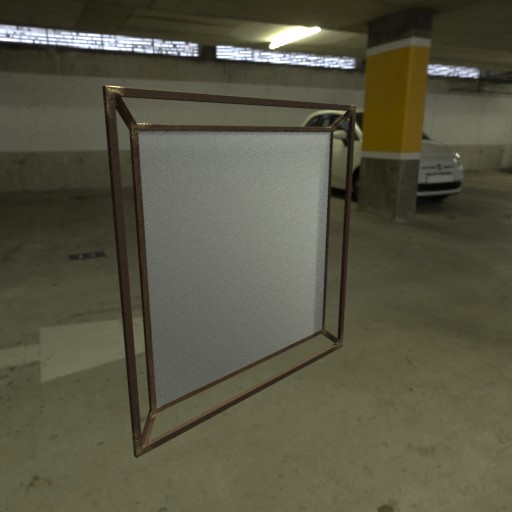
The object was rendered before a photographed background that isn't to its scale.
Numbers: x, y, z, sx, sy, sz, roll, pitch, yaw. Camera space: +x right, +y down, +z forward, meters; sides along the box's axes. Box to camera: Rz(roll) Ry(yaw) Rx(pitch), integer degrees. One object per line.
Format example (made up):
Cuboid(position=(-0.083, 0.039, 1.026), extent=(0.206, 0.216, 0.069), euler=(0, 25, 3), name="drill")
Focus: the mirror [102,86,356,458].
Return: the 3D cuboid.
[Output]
Cuboid(position=(0.000, 0.000, 0.908), extent=(0.610, 0.610, 0.032), euler=(-14, 21, -42), name="mirror")
